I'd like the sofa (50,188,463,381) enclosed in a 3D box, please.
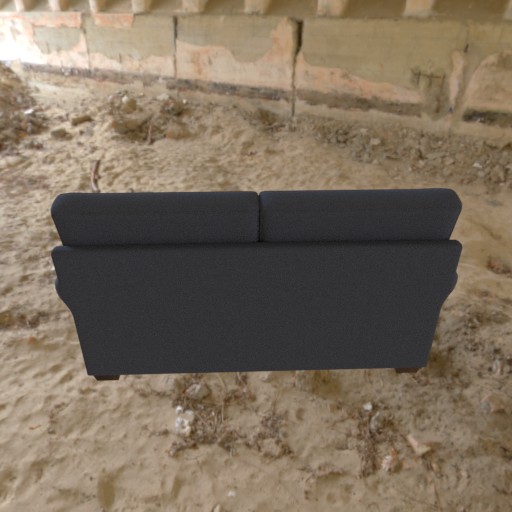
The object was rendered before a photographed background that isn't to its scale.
[{"bbox_3d":[0.000,0.000,2.509,1.930,1.020,0.940,-1,29,-2],"label":"sofa"}]
